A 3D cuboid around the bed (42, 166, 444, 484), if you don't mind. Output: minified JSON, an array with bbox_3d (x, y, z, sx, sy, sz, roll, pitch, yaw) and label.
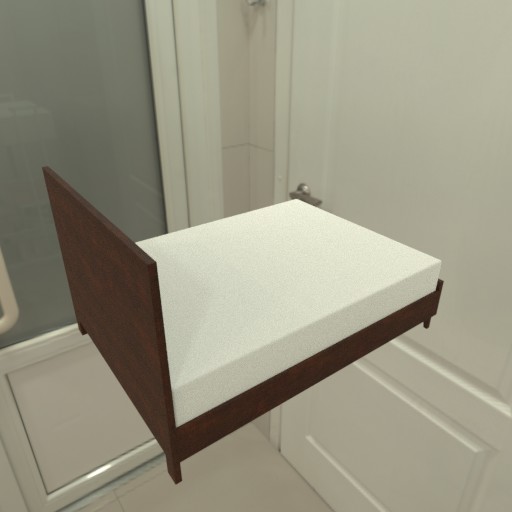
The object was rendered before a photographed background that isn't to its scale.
[{"bbox_3d":[0.000,0.000,3.097,2.184,1.270,1.600,-19,33,-32],"label":"bed"}]
